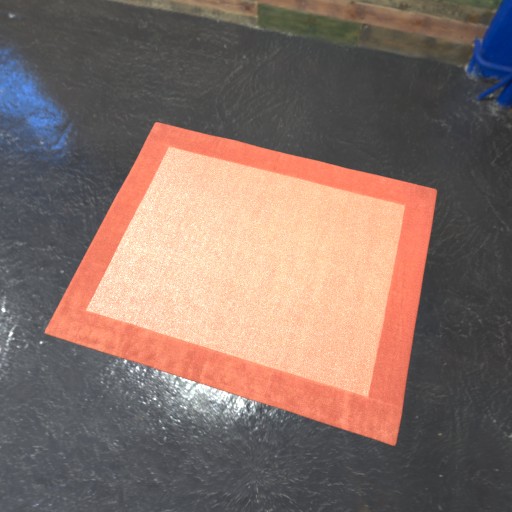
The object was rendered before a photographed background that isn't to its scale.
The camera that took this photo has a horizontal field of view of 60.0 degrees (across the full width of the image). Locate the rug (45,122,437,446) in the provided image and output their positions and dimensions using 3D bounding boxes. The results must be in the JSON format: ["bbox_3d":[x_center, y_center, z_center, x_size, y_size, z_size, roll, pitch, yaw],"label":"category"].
[{"bbox_3d":[0.000,0.000,4.023,2.976,0.018,2.430,15,65,7],"label":"rug"}]
